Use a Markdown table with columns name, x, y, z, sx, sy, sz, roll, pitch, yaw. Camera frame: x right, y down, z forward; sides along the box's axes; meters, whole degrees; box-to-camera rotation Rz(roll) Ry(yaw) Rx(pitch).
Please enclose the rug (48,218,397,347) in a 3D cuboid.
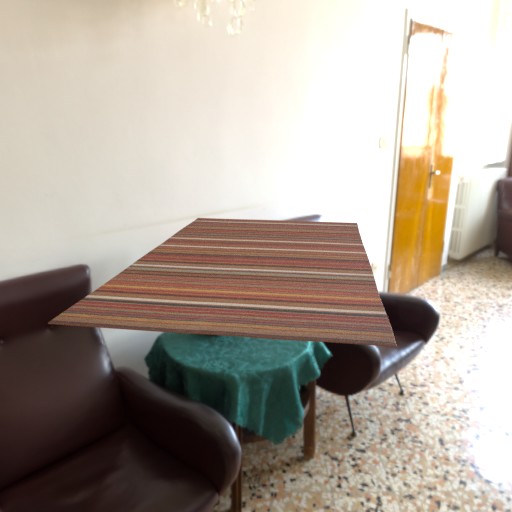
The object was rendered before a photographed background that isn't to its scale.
| name | x | y | z | sx | sy | sz | roll | pitch | yaw |
| --- | --- | --- | --- | --- | --- | --- | --- | --- | --- |
| rug | 0.000 | 0.000 | 3.042 | 1.523 | 0.008 | 2.438 | 2 | 16 | 8 |
